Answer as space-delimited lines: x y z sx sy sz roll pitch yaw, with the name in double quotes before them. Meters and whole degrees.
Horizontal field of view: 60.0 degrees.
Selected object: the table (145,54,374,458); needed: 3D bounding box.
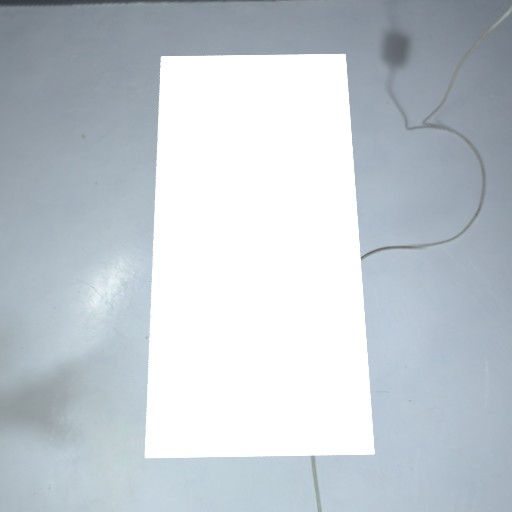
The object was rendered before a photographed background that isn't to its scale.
"table" 0.000 0.000 1.434 0.550 0.510 1.107 -1 76 0
